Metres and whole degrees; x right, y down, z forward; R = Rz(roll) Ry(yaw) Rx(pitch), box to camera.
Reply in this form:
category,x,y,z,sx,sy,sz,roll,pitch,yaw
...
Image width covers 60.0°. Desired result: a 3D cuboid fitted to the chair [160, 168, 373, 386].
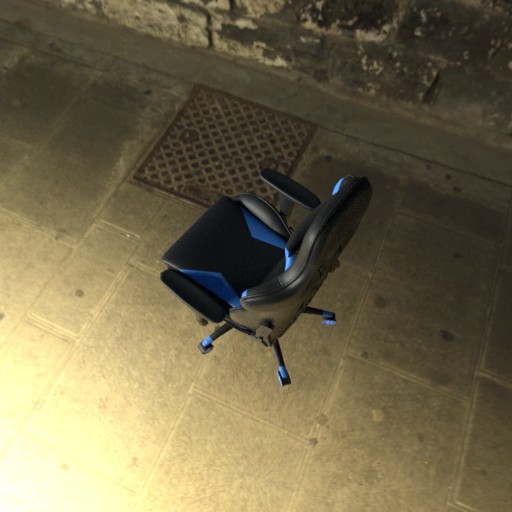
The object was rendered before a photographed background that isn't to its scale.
category,x,y,z,sx,sy,sz,roll,pitch,yaw
chair,0.000,0.000,1.743,0.730,1.282,0.695,35,68,16
